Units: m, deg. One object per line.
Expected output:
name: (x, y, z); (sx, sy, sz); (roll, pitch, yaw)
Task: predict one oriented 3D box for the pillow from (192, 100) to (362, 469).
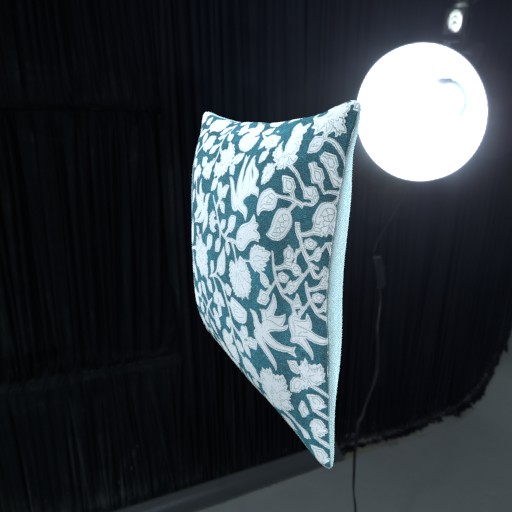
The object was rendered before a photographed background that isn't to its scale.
pillow: (0.000, 0.000, 0.798); (0.166, 0.508, 0.525); (-8, 18, -24)
